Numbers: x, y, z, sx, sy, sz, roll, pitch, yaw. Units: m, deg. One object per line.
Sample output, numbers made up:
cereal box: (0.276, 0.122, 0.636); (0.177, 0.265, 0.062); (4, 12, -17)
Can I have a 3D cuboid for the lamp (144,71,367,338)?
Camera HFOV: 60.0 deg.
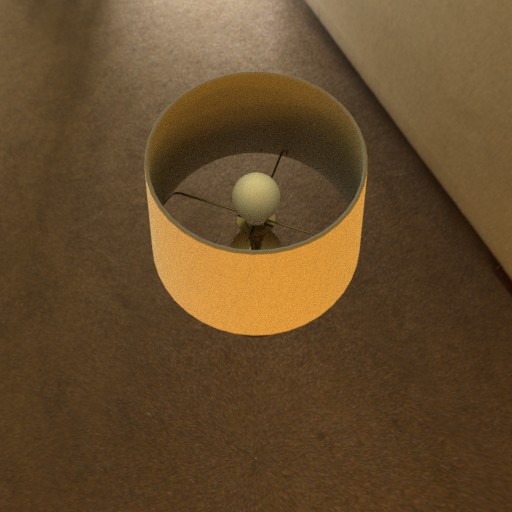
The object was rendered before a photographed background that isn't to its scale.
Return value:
lamp: (0.000, 0.000, 0.734); (0.309, 0.545, 0.309); (0, 65, 0)
